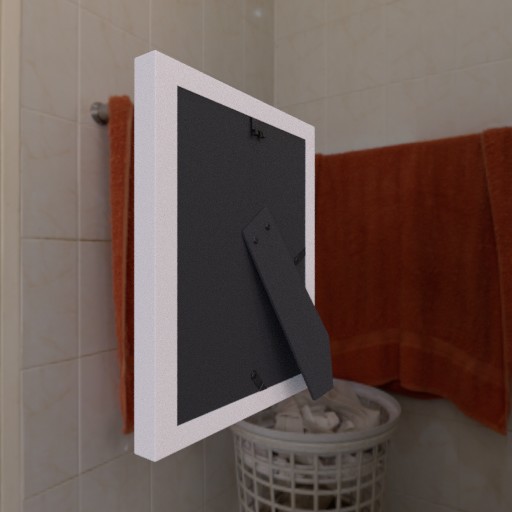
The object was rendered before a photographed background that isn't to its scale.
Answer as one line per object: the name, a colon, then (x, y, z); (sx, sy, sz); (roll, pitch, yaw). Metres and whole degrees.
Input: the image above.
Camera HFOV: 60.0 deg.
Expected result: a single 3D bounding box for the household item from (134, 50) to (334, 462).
household item: (0.000, 0.000, 0.347); (0.045, 0.250, 0.200); (0, 0, 36)
